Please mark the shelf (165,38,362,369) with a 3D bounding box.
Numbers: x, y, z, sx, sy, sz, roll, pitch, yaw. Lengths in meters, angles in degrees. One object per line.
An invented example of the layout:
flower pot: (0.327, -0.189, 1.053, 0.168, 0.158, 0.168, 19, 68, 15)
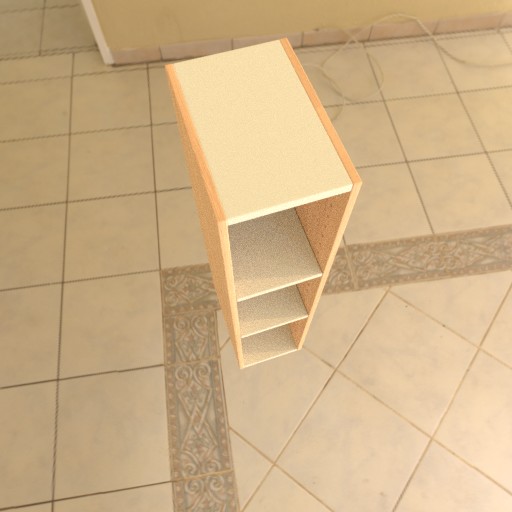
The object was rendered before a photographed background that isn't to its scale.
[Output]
shelf: (0.000, 0.000, 1.020, 0.197, 0.882, 0.290, -16, 65, -8)
